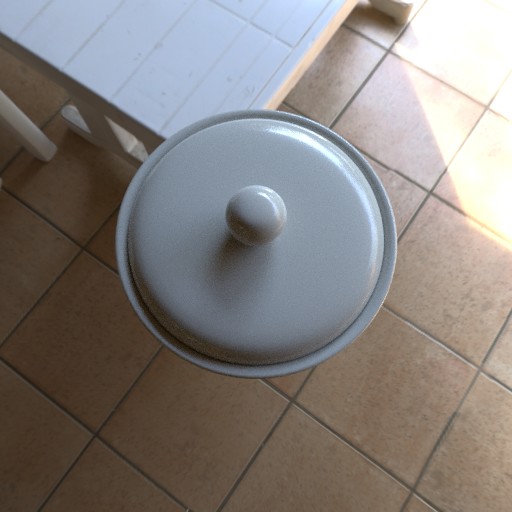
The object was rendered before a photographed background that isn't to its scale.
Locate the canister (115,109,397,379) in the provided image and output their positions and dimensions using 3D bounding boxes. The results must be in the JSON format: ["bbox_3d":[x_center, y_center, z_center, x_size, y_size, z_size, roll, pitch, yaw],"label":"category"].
[{"bbox_3d":[0.000,0.000,0.342,0.182,0.208,0.182,0,75,0],"label":"canister"}]
